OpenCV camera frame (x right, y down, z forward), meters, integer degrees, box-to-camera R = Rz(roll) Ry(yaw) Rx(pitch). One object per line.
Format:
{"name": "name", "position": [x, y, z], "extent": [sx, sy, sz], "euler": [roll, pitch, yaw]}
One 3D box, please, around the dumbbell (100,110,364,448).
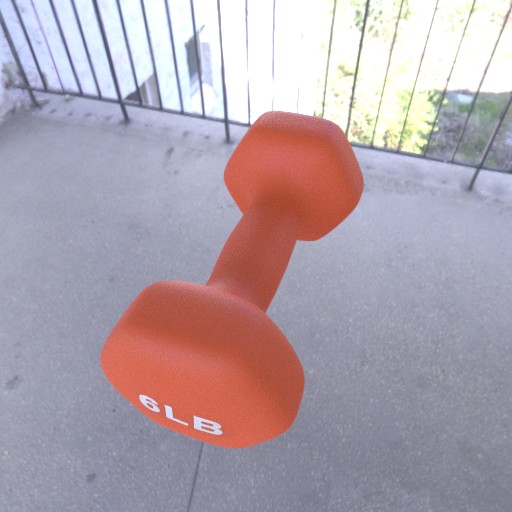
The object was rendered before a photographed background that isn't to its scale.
{"name": "dumbbell", "position": [0.000, 0.000, 0.207], "extent": [0.079, 0.071, 0.162], "euler": [15, 49, 13]}
